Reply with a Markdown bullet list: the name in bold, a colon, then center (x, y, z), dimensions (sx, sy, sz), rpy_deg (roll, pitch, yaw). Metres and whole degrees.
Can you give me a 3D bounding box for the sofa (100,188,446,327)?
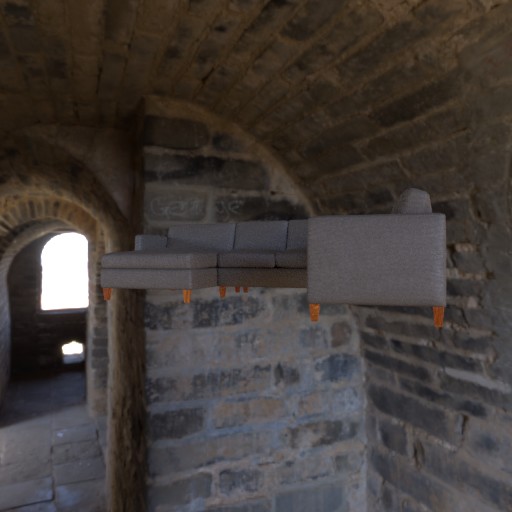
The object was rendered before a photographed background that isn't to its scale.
- **sofa**: center (0.000, 0.000, 4.611), dimensions (3.460, 0.961, 2.594), rpy_deg (0, 0, 18)
